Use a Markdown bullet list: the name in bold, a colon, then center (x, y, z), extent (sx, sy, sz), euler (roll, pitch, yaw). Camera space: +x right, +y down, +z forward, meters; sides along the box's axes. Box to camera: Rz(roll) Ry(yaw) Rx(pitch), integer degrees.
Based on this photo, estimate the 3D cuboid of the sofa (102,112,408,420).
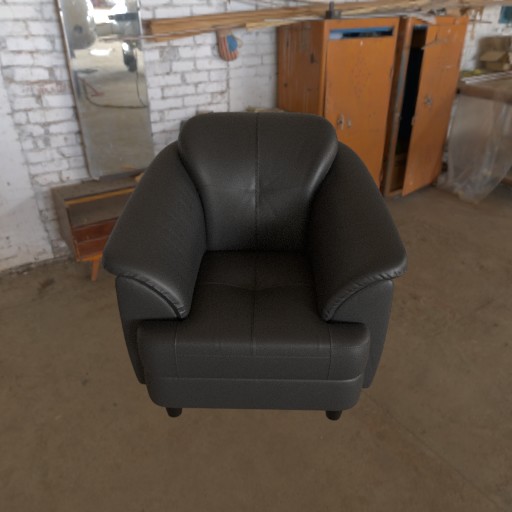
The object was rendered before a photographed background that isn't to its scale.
- **sofa**: center (0.000, 0.000, 1.527), extent (0.870, 0.811, 0.794), euler (1, 30, 1)
